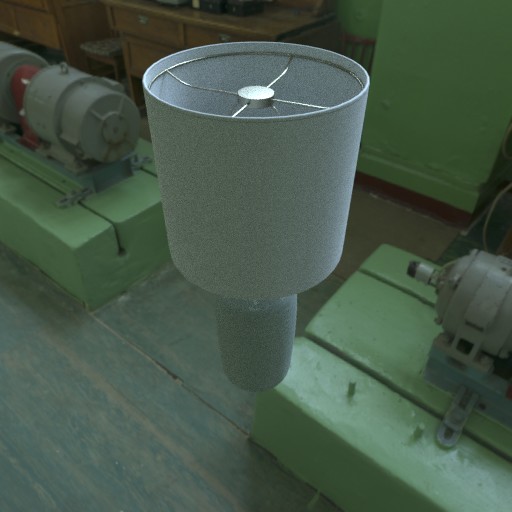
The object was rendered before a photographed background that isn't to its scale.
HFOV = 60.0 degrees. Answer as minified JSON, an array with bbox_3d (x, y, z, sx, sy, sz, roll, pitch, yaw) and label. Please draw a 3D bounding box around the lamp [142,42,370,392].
[{"bbox_3d":[0.000,0.000,0.591,0.220,0.475,0.220,27,47,28],"label":"lamp"}]
